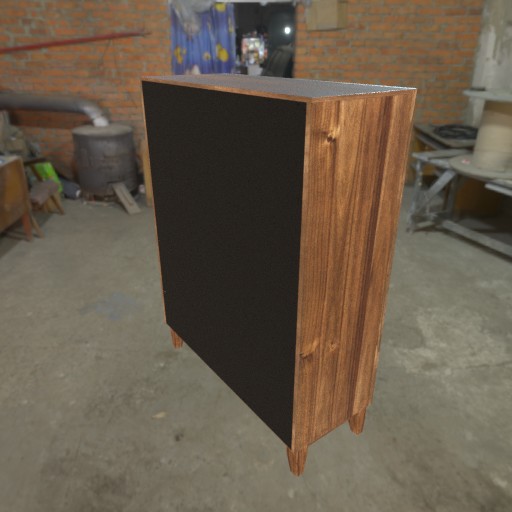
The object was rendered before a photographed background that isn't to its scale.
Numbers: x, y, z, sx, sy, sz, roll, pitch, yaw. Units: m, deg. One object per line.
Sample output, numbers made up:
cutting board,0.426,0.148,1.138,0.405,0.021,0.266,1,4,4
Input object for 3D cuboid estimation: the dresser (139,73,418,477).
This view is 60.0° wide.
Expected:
dresser,0.000,0.000,1.897,0.442,1.393,1.062,-18,30,-33
